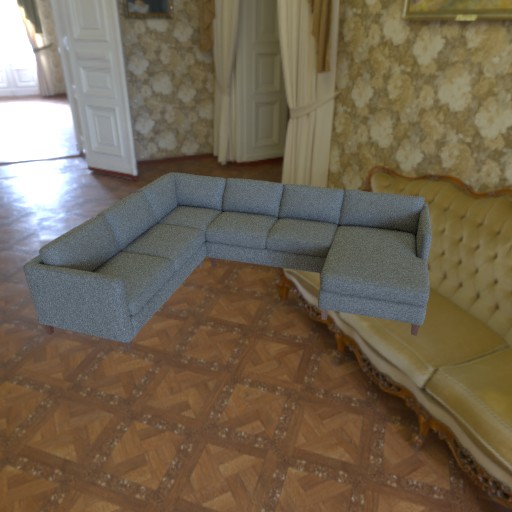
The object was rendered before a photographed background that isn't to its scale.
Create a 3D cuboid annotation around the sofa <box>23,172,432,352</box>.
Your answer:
[{"bbox_3d":[0.000,0.000,4.354,3.238,0.853,2.551,8,28,15],"label":"sofa"}]
